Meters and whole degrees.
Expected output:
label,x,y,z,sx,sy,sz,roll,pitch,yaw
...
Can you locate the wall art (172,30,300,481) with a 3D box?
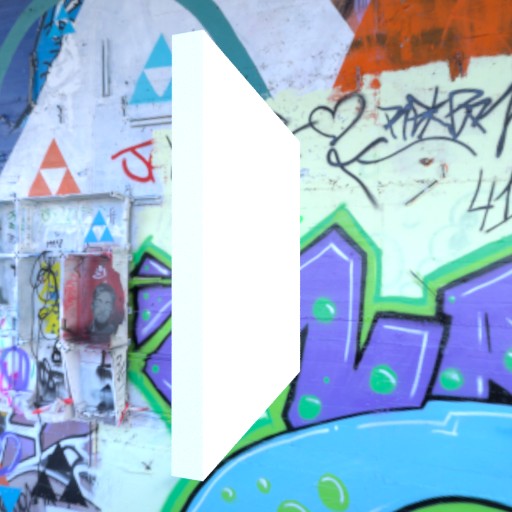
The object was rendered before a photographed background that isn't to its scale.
label,x,y,z,sx,sy,sz,roll,pitch,yaw
wall art,0.000,0.000,0.521,0.027,0.355,0.355,0,0,18
